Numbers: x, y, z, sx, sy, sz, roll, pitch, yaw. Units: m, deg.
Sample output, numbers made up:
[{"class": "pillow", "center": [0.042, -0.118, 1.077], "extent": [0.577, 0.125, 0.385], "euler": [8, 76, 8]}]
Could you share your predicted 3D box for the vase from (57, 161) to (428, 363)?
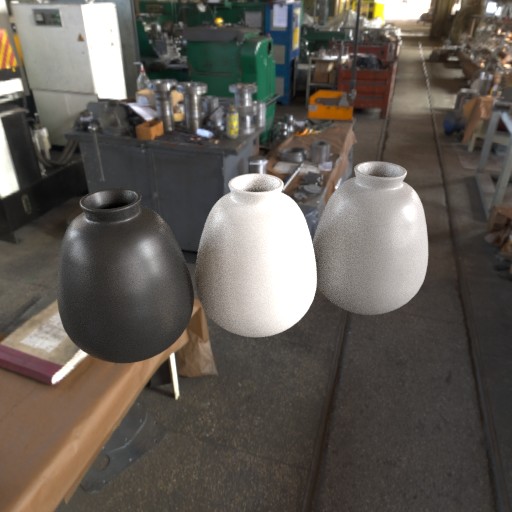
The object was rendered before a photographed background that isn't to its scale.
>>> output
[{"class": "vase", "center": [0.000, 0.000, 0.348], "extent": [0.297, 0.122, 0.097], "euler": [-9, 32, -14]}]
